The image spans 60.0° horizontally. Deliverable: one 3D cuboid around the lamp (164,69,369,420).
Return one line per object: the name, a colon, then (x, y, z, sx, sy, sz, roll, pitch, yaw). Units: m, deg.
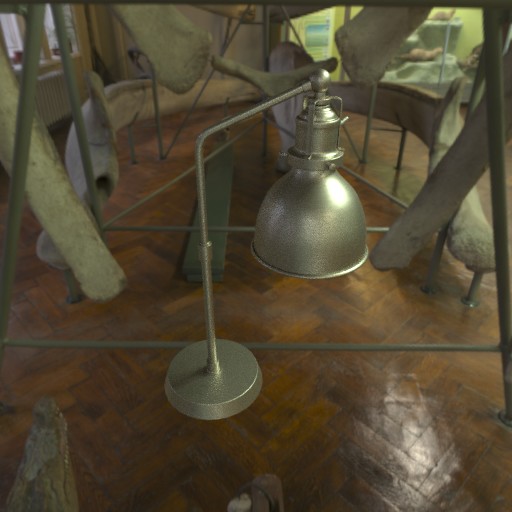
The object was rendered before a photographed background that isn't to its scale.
lamp: (0.000, 0.000, 0.580, 0.286, 0.456, 0.153, 1, 31, 2)
